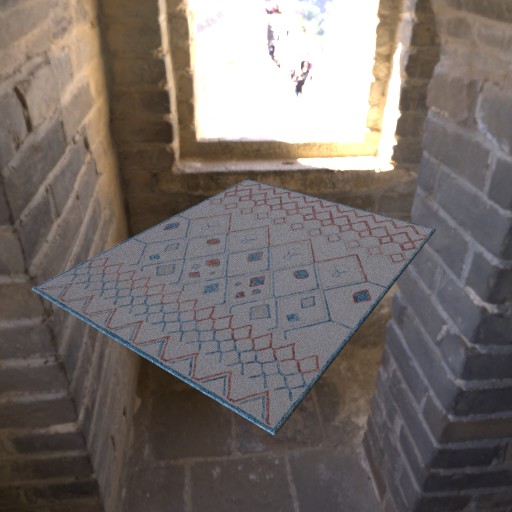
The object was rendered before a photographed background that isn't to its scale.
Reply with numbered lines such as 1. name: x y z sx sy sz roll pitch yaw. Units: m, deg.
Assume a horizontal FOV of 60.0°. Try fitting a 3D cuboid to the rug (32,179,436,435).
1. rug: 0.000 0.000 4.161 2.441 0.016 3.050 20 37 30
